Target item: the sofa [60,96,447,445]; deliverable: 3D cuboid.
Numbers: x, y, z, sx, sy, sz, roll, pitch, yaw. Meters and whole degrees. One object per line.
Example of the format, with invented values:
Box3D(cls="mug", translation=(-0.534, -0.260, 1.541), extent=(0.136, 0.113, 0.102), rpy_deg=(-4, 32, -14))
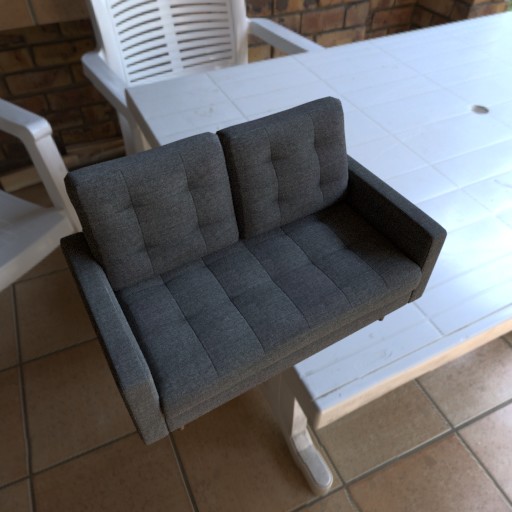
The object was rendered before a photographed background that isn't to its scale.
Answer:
Box3D(cls="sofa", translation=(0.000, 0.000, 1.890), extent=(1.407, 0.907, 0.842), rpy_deg=(-23, 50, -21))
